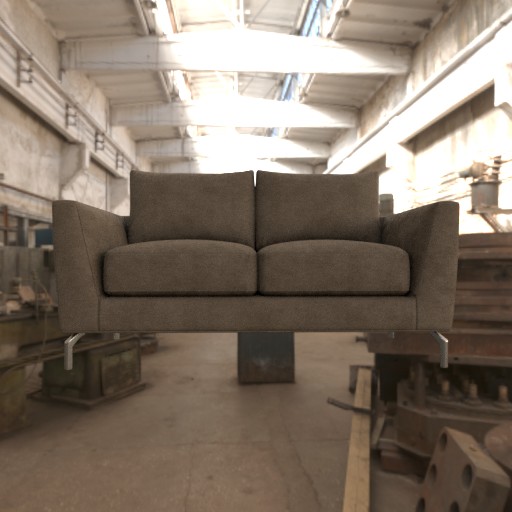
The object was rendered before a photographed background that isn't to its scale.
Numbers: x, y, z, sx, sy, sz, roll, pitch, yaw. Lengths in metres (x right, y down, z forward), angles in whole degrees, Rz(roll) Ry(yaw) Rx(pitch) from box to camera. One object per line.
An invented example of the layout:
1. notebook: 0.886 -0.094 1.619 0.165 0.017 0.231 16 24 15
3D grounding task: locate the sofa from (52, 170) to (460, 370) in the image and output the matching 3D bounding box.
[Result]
1. sofa: 0.000 0.000 2.379 1.832 1.013 0.855 0 0 -1
